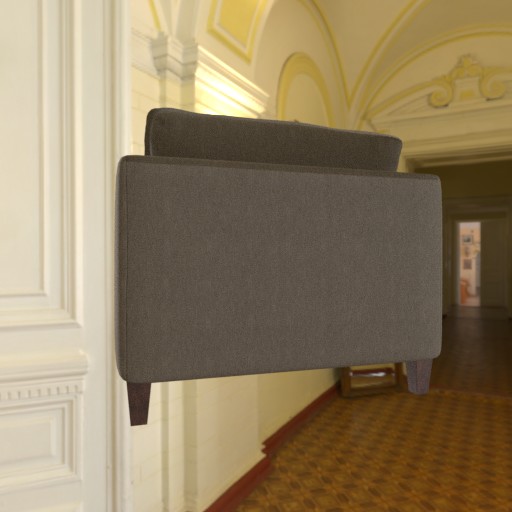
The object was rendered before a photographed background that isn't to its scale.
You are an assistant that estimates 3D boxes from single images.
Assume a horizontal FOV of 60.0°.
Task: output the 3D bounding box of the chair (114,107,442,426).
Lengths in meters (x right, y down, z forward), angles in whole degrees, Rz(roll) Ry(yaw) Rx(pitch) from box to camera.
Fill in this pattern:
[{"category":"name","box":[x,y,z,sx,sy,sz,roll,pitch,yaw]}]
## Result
[{"category":"chair","box":[0.000,0.000,1.821,1.107,0.963,0.959,0,0,-17]}]
